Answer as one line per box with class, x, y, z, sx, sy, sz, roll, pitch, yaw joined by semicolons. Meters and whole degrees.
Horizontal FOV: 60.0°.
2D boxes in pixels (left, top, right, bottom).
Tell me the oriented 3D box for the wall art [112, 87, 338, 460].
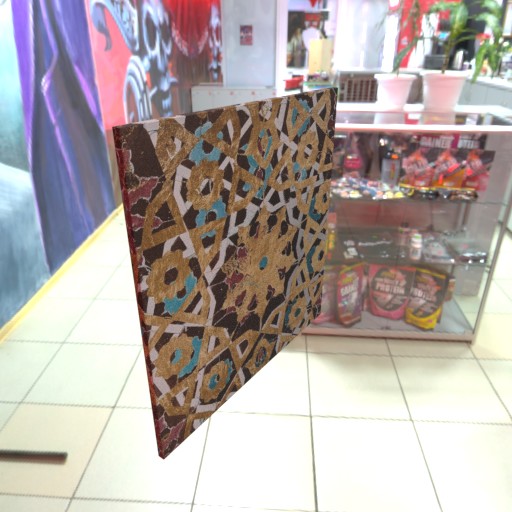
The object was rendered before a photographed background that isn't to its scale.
wall art;0.000;0.000;0.613;0.010;0.406;0.404;18;32;32
